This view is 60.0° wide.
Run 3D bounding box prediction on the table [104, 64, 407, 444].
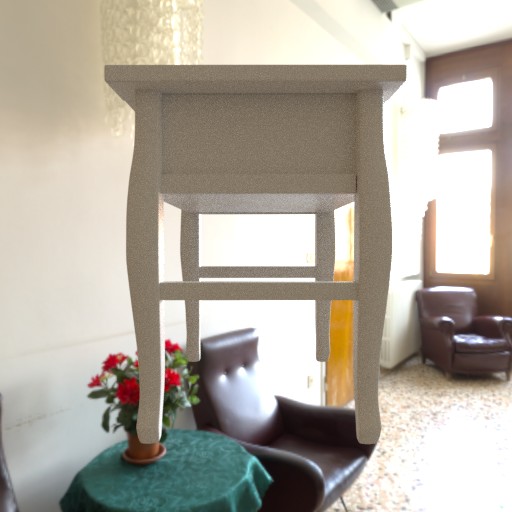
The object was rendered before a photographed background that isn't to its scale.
[{"bbox_3d":[0.000,0.000,0.983,0.463,0.605,0.599,0,2,0],"label":"table"}]
